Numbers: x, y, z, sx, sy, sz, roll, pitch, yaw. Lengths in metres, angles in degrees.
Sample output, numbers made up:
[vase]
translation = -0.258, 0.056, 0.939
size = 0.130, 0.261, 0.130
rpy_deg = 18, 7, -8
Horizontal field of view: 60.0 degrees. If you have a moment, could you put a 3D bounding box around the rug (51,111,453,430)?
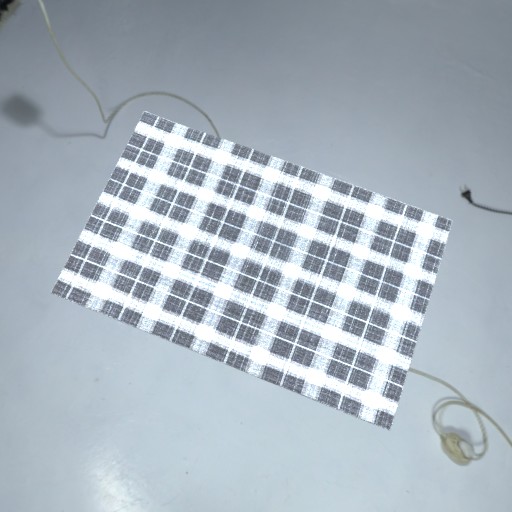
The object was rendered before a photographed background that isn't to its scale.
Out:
[rug]
translation = 0.000, 0.000, 3.100
size = 2.434, 0.015, 1.520
rpy_deg = 21, 76, 5
